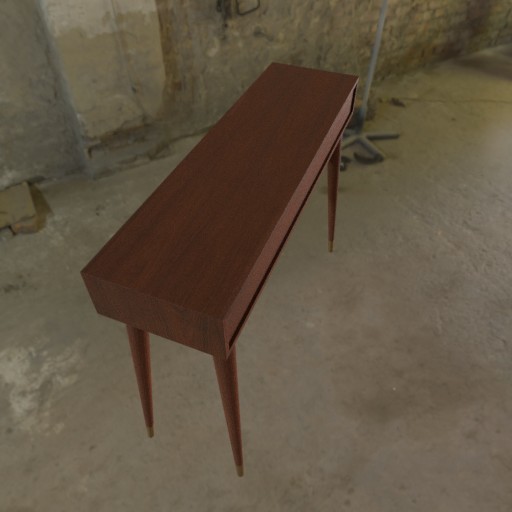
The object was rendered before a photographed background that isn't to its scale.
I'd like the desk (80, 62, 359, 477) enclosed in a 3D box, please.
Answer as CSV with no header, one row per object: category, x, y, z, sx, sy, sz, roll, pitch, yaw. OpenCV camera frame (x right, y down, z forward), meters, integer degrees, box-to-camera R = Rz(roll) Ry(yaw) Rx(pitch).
desk,0.000,0.000,1.642,0.384,0.917,1.204,16,48,15
